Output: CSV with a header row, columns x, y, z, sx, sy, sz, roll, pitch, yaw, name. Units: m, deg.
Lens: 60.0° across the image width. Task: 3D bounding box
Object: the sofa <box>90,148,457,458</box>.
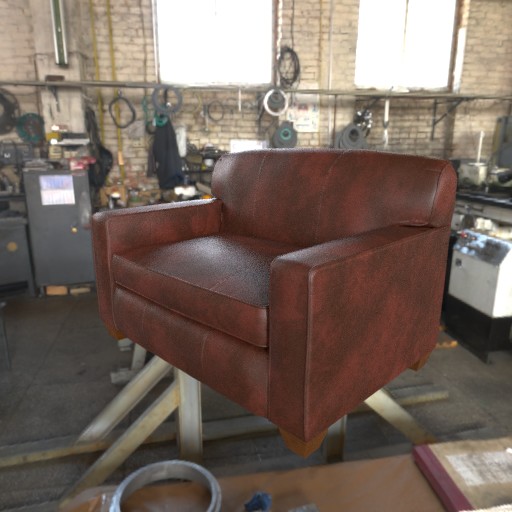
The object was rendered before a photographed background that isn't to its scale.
x,y,z,sx,sy,sz,roll,pitch,yaw,name
0.000,0.000,2.044,1.000,0.956,1.413,-14,20,-43,sofa
